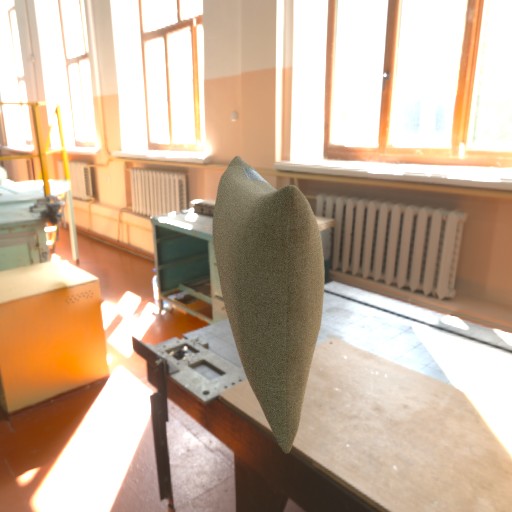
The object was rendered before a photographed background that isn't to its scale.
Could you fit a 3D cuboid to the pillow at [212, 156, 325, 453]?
[{"bbox_3d":[0.000,0.000,1.052,0.197,0.429,0.859,-2,16,-7],"label":"pillow"}]
